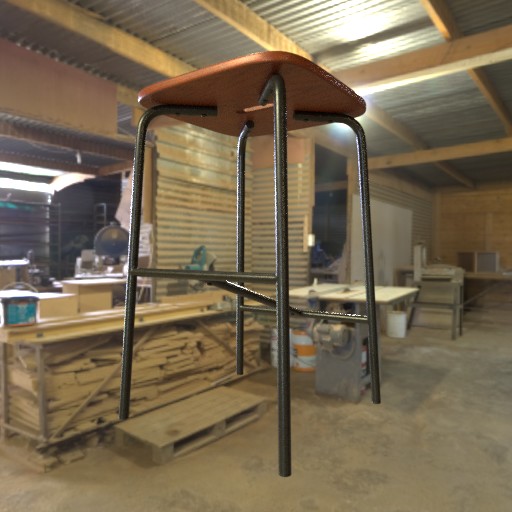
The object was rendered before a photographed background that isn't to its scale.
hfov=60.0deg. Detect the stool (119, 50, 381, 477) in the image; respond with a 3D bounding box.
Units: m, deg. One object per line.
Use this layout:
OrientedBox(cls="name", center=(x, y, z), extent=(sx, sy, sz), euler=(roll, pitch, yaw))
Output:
OrientedBox(cls="stool", center=(0.000, 0.000, 0.873), extent=(0.376, 0.610, 0.376), euler=(1, 1, 36))
